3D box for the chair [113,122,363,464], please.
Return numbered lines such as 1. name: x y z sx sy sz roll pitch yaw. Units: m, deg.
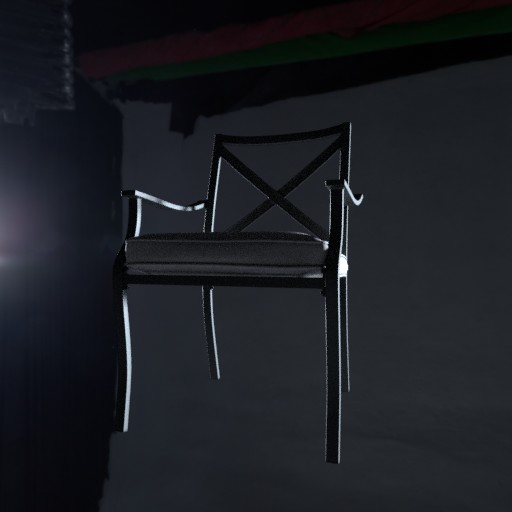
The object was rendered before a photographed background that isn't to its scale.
1. chair: 0.000 0.000 1.302 0.575 0.889 0.620 0 0 18
